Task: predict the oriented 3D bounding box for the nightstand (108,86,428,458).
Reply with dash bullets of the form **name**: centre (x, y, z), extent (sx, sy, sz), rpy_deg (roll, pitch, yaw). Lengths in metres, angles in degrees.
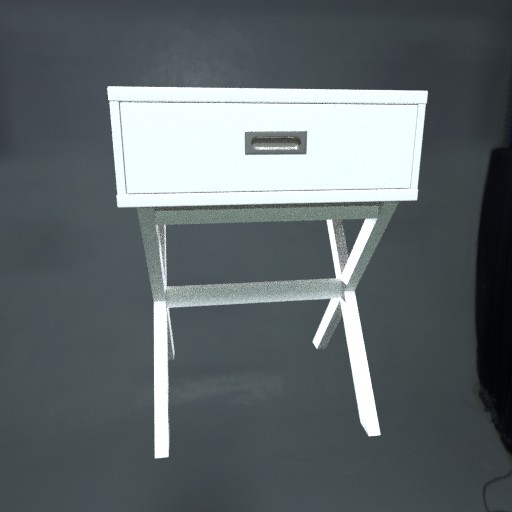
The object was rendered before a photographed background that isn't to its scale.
- **nightstand**: centre (0.000, 0.000, 0.927), extent (0.479, 0.623, 0.402), rpy_deg (-2, 16, -8)
